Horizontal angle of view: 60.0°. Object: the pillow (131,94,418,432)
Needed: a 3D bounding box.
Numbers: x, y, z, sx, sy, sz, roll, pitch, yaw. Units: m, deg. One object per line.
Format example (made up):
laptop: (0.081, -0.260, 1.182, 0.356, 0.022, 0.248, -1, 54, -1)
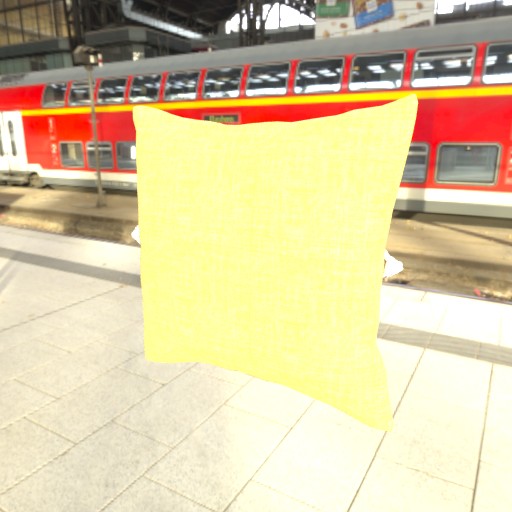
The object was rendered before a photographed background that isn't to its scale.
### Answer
pillow: (0.000, 0.000, 0.730, 0.485, 0.481, 0.167, 8, 17, 27)
